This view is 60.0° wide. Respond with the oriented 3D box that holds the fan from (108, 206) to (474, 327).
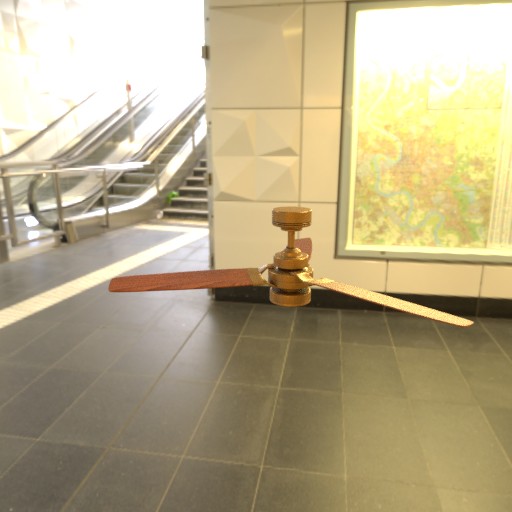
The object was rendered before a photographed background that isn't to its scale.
[{"bbox_3d":[0.000,0.000,1.992,1.271,0.425,1.416,-3,15,-10],"label":"fan"}]
